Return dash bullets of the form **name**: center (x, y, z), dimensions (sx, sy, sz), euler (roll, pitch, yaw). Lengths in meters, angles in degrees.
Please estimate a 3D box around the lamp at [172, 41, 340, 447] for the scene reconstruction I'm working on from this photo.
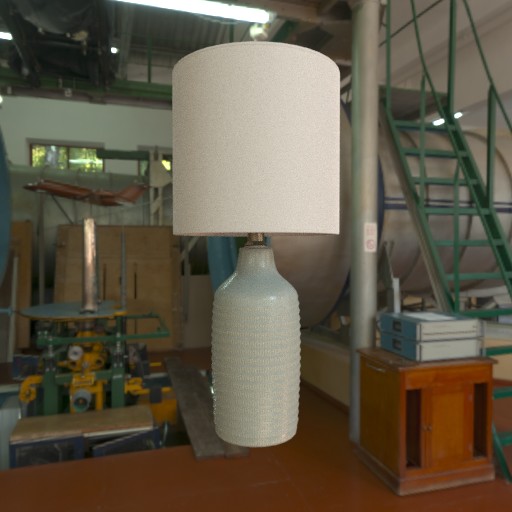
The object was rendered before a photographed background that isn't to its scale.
- **lamp**: center (0.000, 0.000, 0.600), dimensions (0.220, 0.475, 0.220), euler (0, 1, 17)
